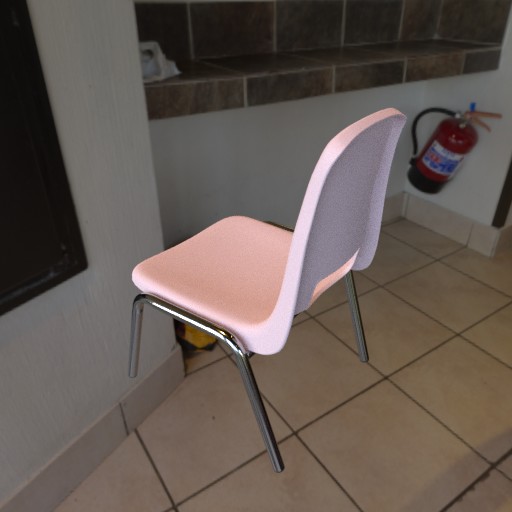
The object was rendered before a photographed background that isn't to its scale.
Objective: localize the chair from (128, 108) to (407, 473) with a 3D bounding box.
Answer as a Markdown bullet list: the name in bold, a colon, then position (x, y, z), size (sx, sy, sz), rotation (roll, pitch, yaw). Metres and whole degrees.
- **chair**: position (0.000, 0.000, 0.772), size (0.385, 0.536, 0.354), rotation (22, 37, 32)
